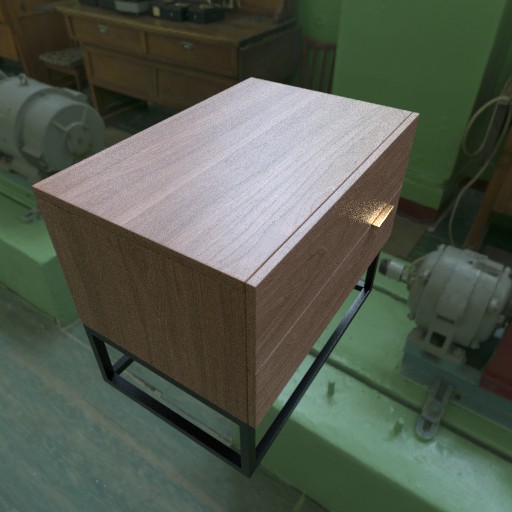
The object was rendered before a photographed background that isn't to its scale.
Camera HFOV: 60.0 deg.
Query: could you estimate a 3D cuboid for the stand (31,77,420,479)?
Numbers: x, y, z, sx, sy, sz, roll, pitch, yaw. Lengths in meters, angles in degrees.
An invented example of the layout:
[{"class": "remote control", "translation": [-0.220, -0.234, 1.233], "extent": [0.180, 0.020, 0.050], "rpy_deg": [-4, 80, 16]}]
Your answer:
[{"class": "stand", "translation": [0.000, 0.000, 0.933], "extent": [0.420, 0.500, 0.600], "rpy_deg": [23, 45, 25]}]
